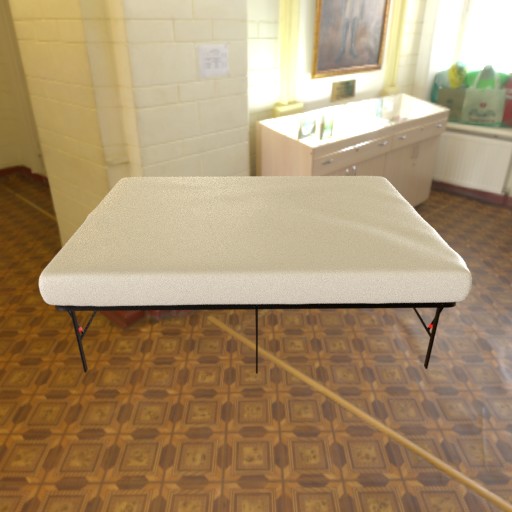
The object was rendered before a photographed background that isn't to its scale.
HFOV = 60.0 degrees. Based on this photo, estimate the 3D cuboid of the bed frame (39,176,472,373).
[{"bbox_3d":[0.000,0.000,2.913,2.151,0.667,1.584,0,27,-1],"label":"bed frame"}]
